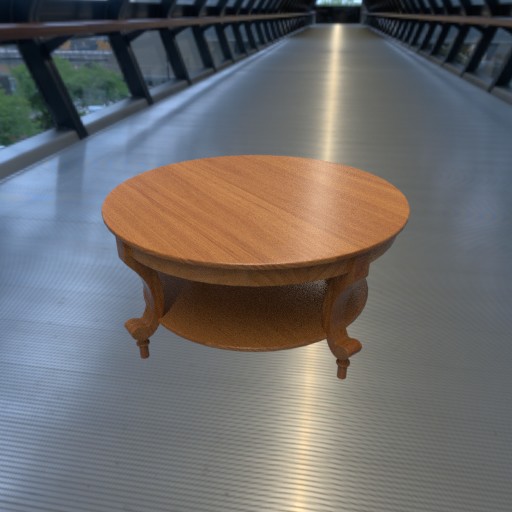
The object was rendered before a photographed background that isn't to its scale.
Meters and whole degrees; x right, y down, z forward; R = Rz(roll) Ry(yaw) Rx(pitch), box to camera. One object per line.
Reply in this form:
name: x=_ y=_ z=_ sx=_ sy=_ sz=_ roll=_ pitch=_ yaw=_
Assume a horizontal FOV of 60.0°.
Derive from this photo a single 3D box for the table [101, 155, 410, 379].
table: x=0.000 y=0.000 z=1.652 sx=1.029 sy=0.490 sz=1.029 roll=0 pitch=28 yaw=0
